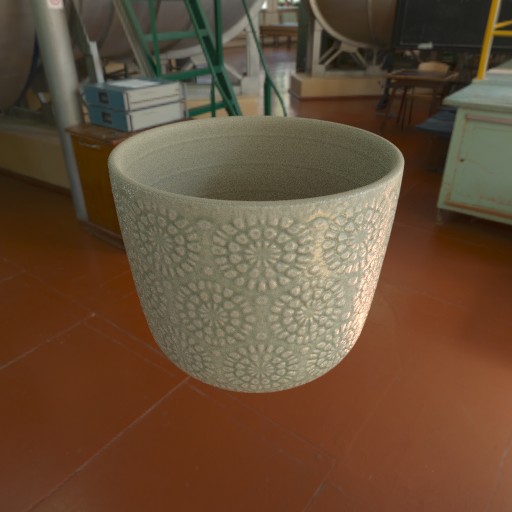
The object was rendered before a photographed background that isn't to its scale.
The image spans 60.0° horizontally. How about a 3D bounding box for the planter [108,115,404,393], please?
[{"bbox_3d":[0.000,0.000,0.219,0.124,0.109,0.124,0,30,0],"label":"planter"}]
